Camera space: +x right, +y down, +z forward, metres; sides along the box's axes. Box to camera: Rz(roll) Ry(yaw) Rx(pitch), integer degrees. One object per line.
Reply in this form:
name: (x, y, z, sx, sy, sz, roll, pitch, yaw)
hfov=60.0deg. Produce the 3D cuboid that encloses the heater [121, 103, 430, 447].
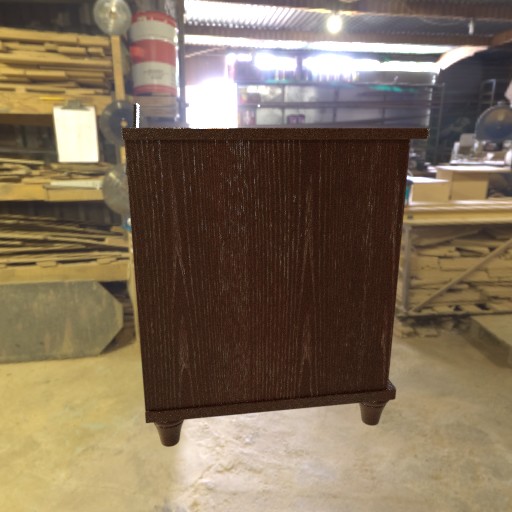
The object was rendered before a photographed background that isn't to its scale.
heater: (0.000, 0.000, 0.745, 0.400, 0.481, 0.362, -2, 16, -9)
